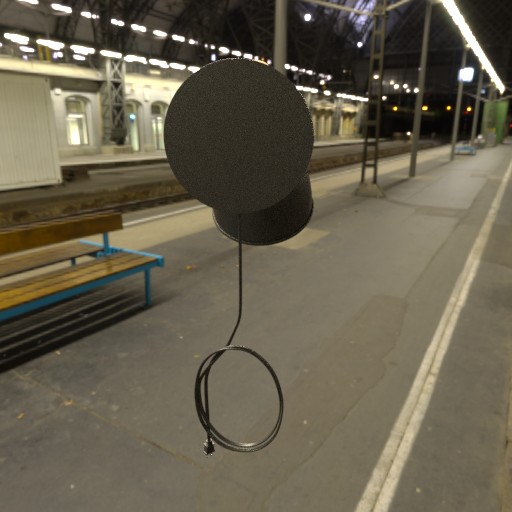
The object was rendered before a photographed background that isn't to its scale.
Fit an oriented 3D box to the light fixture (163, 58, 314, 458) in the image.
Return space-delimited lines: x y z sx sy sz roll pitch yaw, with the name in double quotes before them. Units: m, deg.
"light fixture" 0.000 0.000 0.500 0.127 0.401 0.203 3 16 9
